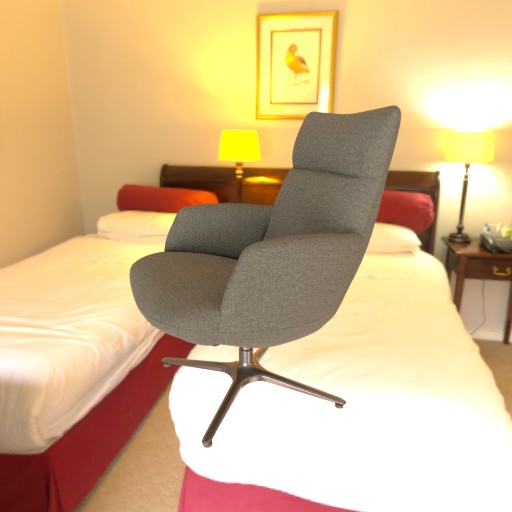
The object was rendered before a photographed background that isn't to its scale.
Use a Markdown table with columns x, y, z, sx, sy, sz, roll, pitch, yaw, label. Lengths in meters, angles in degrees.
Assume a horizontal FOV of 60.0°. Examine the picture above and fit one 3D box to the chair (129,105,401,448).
| x | y | z | sx | sy | sz | roll | pitch | yaw | label |
| --- | --- | --- | --- | --- | --- | --- | --- | --- | --- |
| 0.000 | 0.000 | 1.540 | 0.831 | 0.984 | 0.702 | -7 | 17 | -23 | chair |
